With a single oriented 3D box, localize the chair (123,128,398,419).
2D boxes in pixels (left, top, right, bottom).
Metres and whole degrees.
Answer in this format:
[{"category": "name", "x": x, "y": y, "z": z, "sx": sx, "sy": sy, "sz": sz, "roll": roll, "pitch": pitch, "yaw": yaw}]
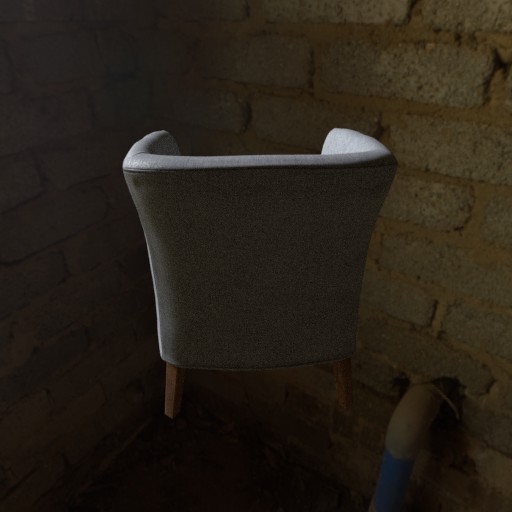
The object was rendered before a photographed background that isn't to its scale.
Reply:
[{"category": "chair", "x": 0.000, "y": 0.000, "z": 1.263, "sx": 0.600, "sy": 0.771, "sz": 0.668, "roll": -2, "pitch": 31, "yaw": -3}]
